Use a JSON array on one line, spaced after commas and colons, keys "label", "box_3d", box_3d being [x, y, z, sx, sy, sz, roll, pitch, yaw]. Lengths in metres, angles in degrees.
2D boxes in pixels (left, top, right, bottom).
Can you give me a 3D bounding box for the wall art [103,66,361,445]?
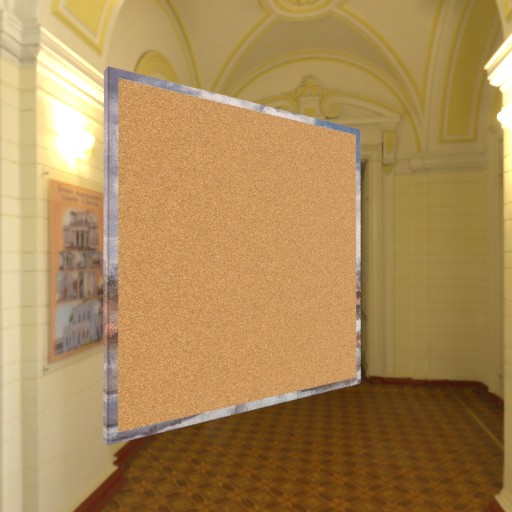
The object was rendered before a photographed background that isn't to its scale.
[{"label": "wall art", "box_3d": [0.000, 0.000, 1.500, 1.010, 1.020, 0.040, 0, 0, -36]}]
